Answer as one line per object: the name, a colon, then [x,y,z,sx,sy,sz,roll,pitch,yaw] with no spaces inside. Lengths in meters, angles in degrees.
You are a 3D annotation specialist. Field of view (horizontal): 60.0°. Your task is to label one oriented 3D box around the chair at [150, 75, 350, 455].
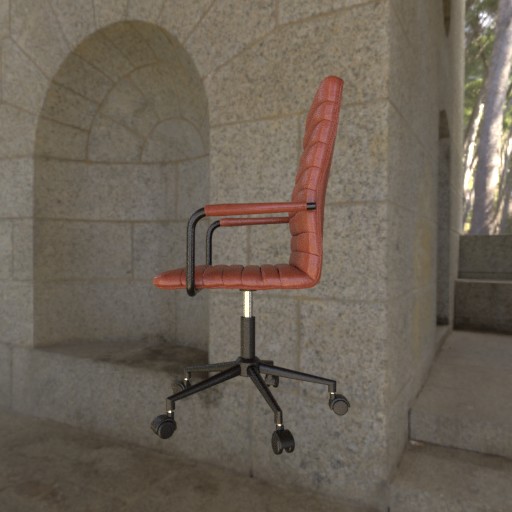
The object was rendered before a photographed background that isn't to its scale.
chair: [0.000,0.000,1.373,0.580,0.979,0.608,0,1,0]
